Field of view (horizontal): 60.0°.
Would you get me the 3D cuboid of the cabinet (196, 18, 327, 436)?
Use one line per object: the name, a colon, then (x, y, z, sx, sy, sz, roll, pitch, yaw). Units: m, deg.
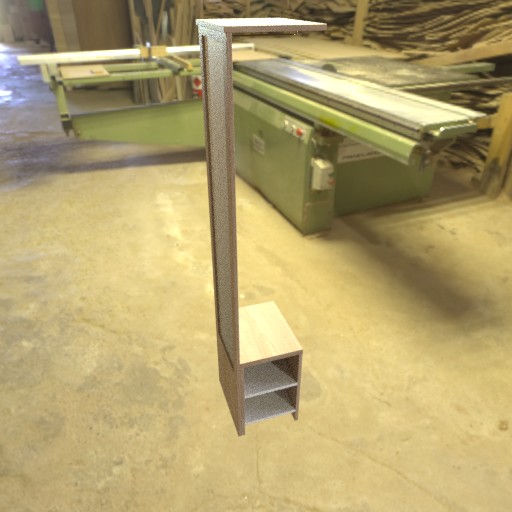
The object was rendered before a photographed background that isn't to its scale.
cabinet: (0.000, 0.000, 2.006, 0.338, 1.879, 0.411, -10, 32, -16)
